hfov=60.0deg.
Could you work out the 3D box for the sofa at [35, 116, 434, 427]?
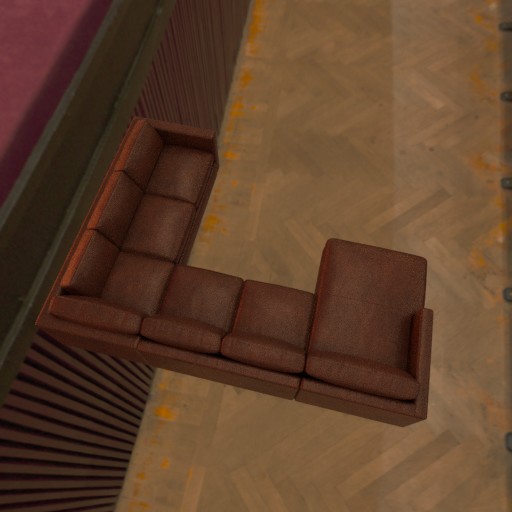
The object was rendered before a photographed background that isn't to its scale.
[{"bbox_3d":[0.000,0.000,4.410,3.324,0.891,2.452,12,64,6],"label":"sofa"}]
